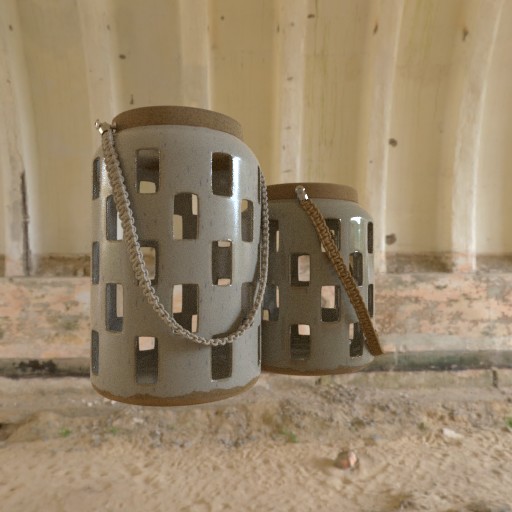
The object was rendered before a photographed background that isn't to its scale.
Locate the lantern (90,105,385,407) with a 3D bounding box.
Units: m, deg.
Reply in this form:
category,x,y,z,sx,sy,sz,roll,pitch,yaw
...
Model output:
category,x,y,z,sx,sy,sz,roll,pitch,yaw
lantern,0.000,0.000,0.489,0.347,0.255,0.184,1,-1,-37
